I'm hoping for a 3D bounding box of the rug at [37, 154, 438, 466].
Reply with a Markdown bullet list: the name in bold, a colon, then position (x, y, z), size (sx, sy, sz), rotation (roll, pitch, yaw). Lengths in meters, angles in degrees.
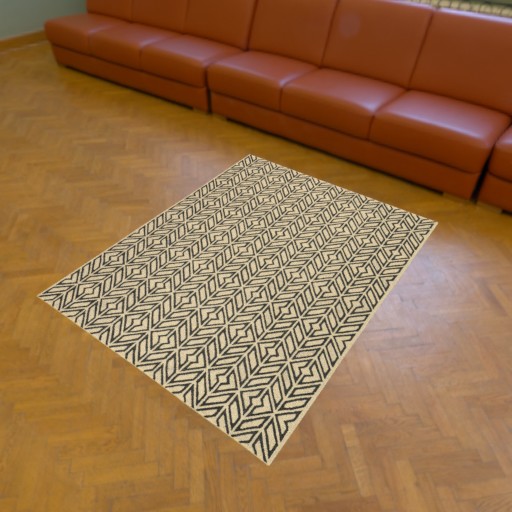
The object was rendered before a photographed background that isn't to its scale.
- **rug**: position (0.000, 0.000, 4.173), size (2.421, 0.008, 3.045), rotation (26, 48, 26)
